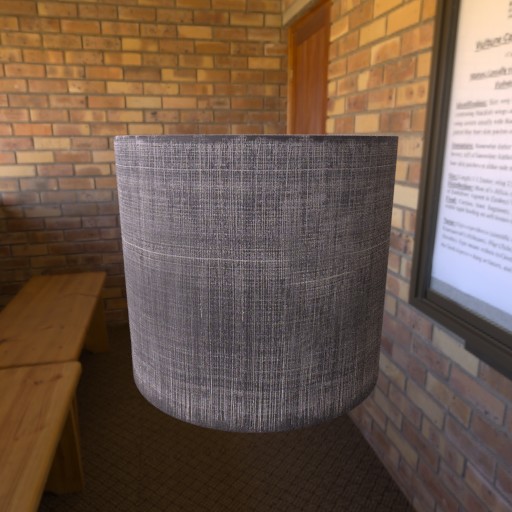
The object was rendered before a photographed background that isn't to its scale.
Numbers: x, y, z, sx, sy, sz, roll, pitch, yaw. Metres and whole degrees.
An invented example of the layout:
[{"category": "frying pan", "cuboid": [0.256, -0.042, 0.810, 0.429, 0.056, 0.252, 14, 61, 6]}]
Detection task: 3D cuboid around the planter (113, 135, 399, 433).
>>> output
[{"category": "planter", "cuboid": [0.000, 0.000, 0.385, 0.221, 0.201, 0.221, 0, 15, 0]}]
